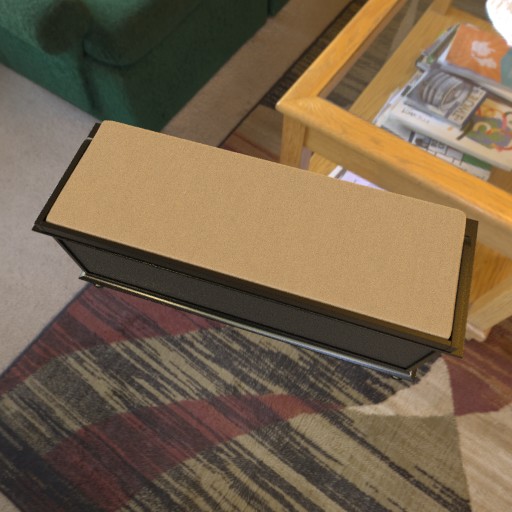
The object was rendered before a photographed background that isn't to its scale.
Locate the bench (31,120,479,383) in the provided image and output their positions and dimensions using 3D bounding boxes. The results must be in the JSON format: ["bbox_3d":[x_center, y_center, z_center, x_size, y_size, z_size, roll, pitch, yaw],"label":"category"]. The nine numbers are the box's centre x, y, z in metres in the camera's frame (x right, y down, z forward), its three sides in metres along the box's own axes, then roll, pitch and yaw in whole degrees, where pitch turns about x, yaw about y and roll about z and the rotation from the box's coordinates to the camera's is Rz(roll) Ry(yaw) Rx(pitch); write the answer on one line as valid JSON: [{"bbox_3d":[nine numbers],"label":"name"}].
[{"bbox_3d":[0.000,0.000,1.420,1.185,0.501,0.402,16,66,7],"label":"bench"}]
